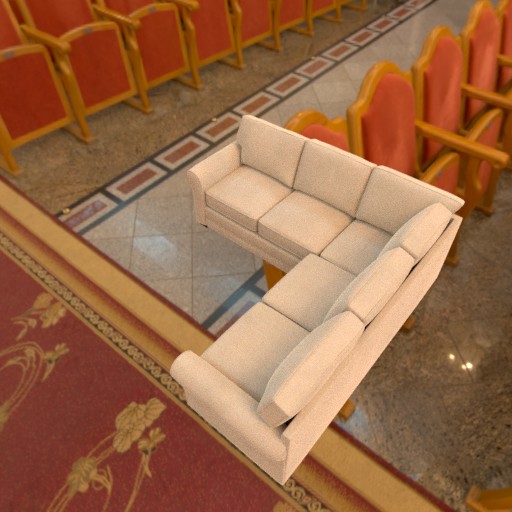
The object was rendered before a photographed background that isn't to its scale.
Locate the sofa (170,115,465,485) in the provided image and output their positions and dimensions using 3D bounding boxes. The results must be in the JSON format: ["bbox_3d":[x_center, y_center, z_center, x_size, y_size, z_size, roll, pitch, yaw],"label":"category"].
[{"bbox_3d":[0.000,0.000,3.841,2.487,1.054,2.569,31,53,27],"label":"sofa"}]
